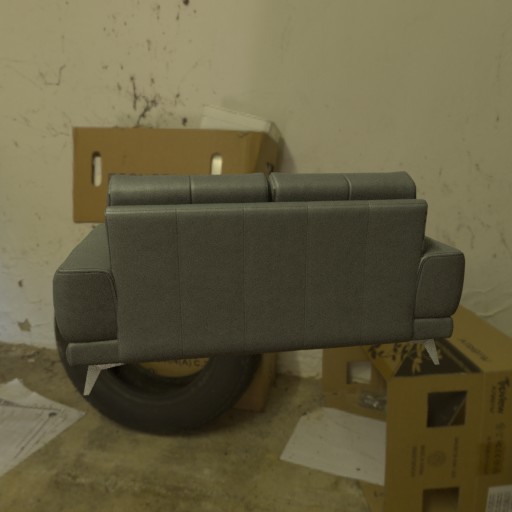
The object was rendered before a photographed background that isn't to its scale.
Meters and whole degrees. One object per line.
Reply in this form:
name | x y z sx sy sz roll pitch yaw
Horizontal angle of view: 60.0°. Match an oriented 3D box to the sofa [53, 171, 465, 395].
sofa | 0.000 0.000 2.337 1.806 0.907 1.018 -2 15 -9
